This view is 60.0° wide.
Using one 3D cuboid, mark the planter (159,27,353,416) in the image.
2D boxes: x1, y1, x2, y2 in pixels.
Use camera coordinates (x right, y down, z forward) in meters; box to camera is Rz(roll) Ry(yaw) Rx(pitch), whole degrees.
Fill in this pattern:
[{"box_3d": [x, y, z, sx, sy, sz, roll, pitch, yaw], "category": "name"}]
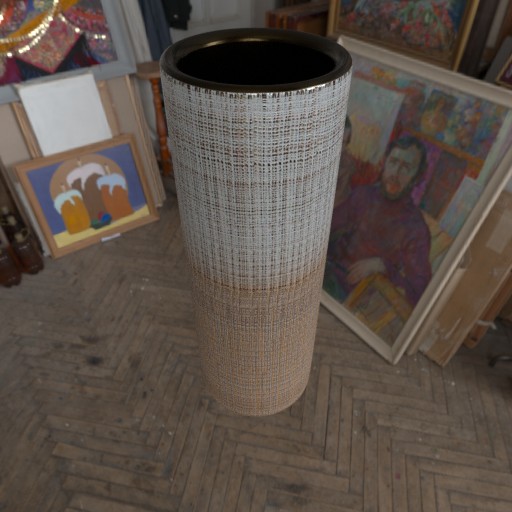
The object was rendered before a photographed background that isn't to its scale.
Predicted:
[{"box_3d": [0.000, 0.000, 0.319, 0.099, 0.278, 0.099, 12, 43, 13], "category": "planter"}]
